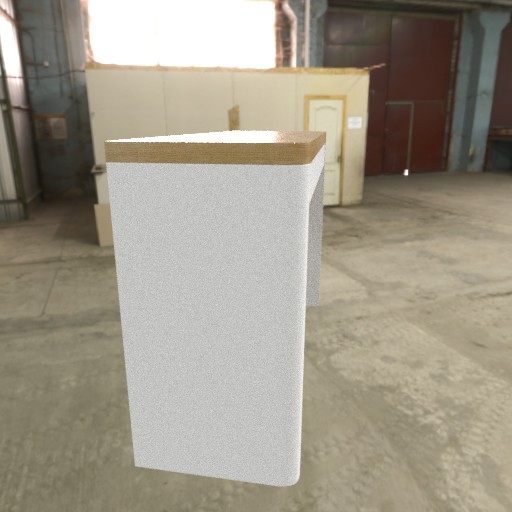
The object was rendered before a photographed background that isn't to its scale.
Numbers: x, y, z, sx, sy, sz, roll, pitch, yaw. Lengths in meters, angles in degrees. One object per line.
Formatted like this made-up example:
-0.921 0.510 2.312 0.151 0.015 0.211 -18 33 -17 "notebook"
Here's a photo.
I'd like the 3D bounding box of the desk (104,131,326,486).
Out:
0.000 0.000 1.438 0.390 0.760 1.100 3 17 10 "desk"
